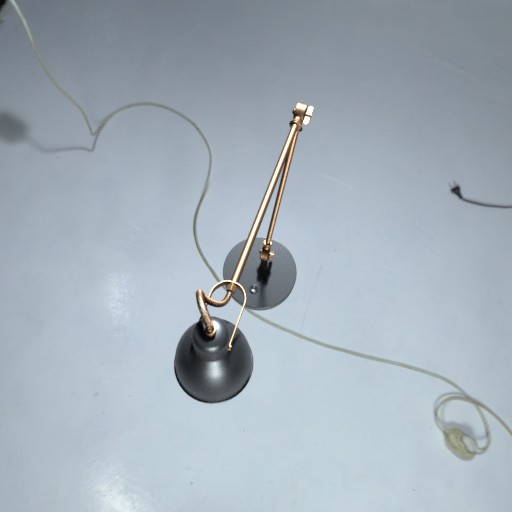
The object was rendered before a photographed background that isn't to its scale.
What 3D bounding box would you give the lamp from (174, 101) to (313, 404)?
[{"bbox_3d":[0.000,0.000,0.868,0.187,0.587,0.561,18,76,5],"label":"lamp"}]
